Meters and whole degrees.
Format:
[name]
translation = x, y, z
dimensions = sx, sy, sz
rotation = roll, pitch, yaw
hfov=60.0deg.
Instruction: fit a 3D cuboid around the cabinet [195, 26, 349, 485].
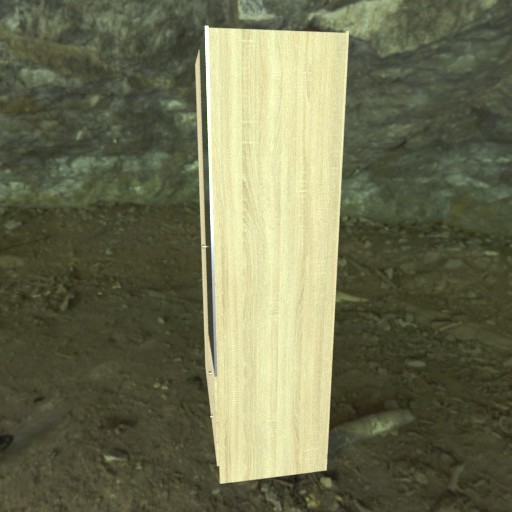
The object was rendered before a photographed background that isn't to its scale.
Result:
[cabinet]
translation = 0.000, 0.000, 2.490
dimensions = 0.590, 2.121, 1.001
rotation = -3, 16, -9
